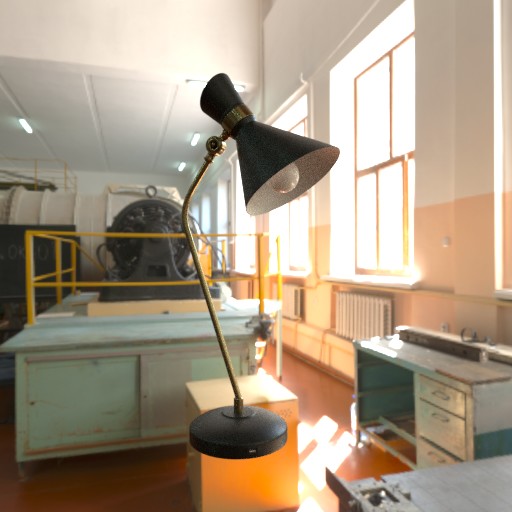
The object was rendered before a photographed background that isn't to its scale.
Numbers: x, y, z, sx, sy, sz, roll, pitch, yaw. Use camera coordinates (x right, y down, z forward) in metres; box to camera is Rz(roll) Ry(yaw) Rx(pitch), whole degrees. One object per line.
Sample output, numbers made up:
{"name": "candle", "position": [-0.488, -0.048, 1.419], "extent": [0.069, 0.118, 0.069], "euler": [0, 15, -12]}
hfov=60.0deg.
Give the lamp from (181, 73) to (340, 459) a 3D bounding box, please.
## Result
{"name": "lamp", "position": [0.000, 0.000, 0.780], "extent": [0.292, 0.647, 0.189], "euler": [0, 0, 19]}
